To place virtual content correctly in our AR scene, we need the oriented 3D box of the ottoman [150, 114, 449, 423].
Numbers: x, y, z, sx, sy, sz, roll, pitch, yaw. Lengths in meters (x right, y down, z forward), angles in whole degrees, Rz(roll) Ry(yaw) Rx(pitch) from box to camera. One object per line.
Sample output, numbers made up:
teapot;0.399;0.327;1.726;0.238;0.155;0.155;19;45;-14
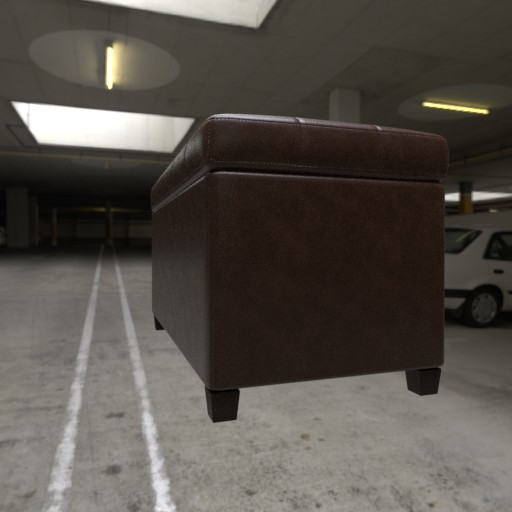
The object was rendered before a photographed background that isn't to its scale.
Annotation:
ottoman;0.000;0.000;1.087;0.432;0.470;0.838;0;1;-19
